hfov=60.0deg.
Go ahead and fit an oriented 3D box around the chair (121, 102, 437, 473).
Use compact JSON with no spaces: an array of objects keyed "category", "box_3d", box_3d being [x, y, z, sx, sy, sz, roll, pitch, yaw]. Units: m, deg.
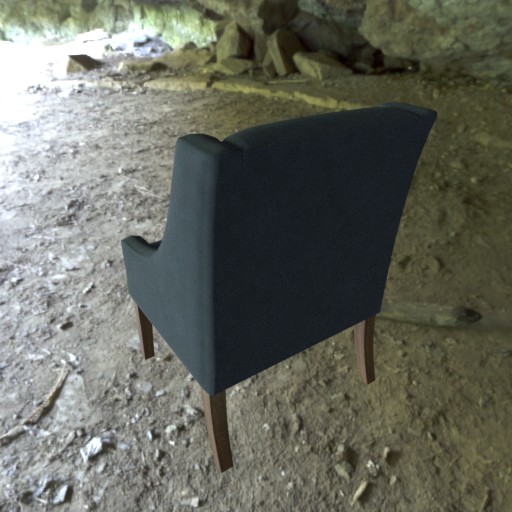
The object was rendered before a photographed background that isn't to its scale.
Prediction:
[{"category":"chair","box_3d":[0.000,0.000,1.314,0.629,0.895,0.629,-19,35,-29]}]
